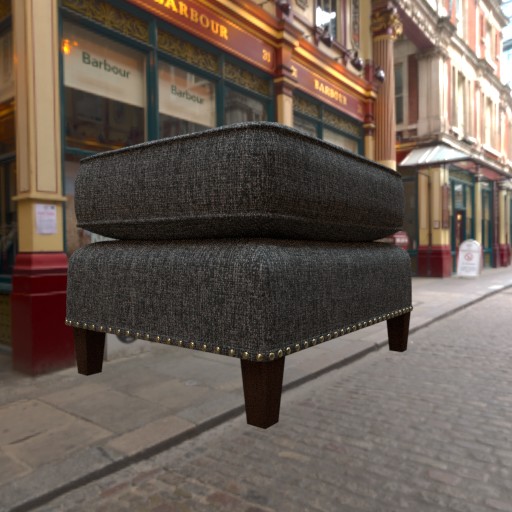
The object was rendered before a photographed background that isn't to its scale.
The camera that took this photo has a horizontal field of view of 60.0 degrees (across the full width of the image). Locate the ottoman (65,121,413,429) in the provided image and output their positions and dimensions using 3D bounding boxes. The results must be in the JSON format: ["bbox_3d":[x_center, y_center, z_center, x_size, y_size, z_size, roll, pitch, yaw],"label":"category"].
[{"bbox_3d":[0.000,0.000,1.141,0.589,0.537,0.738,1,1,37],"label":"ottoman"}]
